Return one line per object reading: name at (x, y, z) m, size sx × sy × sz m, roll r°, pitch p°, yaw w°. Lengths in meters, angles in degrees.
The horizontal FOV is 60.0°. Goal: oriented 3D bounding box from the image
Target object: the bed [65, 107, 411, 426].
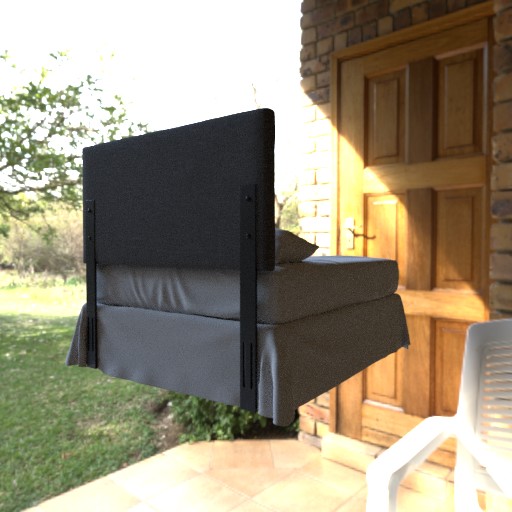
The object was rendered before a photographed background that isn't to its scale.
bed at (0.000, 0.000, 3.547) m, size 1.936 × 1.577 × 2.222 m, roll 1°, pitch 2°, yaw 36°
